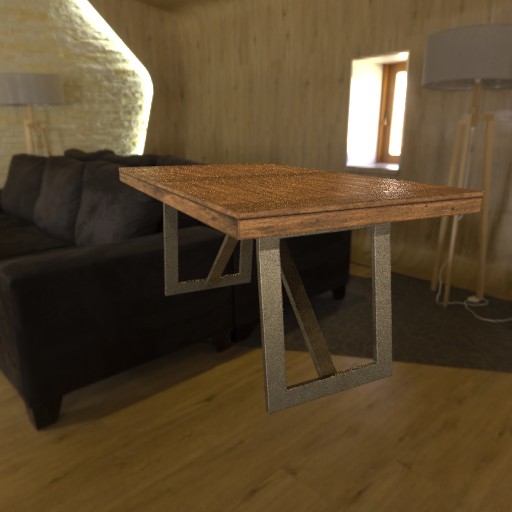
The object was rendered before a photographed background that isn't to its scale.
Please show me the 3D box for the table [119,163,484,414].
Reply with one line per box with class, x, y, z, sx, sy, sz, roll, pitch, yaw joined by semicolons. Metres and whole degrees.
table;0.000;0.000;2.134;0.931;0.757;1.641;-8;17;-26
